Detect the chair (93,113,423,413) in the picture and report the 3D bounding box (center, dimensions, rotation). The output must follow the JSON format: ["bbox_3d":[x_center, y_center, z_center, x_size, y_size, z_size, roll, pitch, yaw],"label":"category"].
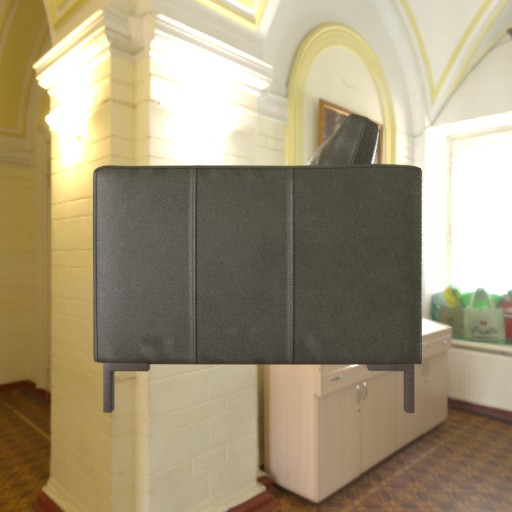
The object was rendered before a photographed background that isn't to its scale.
[{"bbox_3d":[0.000,0.000,1.511,0.861,0.824,0.967,0,0,0],"label":"chair"}]
